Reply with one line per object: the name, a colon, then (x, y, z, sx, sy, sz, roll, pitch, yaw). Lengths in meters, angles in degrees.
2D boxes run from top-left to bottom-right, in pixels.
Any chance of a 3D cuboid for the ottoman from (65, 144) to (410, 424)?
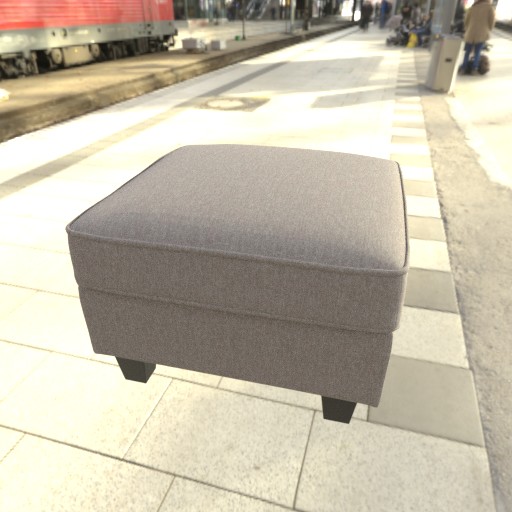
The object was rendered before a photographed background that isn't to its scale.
ottoman: (0.000, 0.000, 1.432, 0.871, 0.612, 0.808, 7, 30, 12)
